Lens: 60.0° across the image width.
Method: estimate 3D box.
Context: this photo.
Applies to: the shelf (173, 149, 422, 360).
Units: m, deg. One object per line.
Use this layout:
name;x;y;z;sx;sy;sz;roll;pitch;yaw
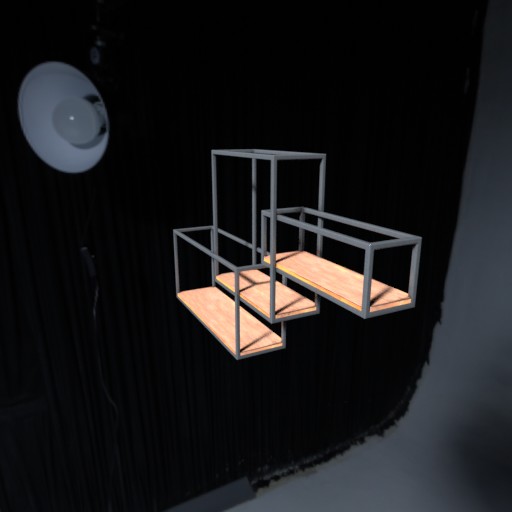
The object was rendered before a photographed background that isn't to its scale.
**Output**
shelf;0.000;0.000;2.114;0.275;0.972;1.781;-8;17;-26
